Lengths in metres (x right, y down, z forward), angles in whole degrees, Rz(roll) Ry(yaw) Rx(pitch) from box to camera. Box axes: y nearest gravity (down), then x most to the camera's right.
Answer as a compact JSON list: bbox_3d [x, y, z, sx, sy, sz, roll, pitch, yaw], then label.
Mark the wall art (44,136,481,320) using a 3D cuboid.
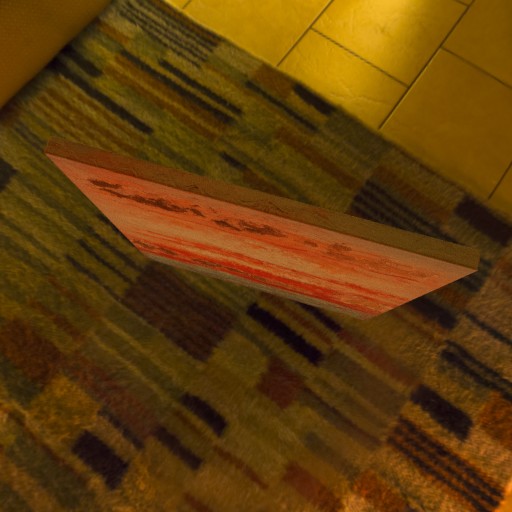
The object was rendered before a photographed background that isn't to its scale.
[{"bbox_3d":[0.000,0.000,1.095,0.747,0.747,0.035,16,76,4],"label":"wall art"}]
